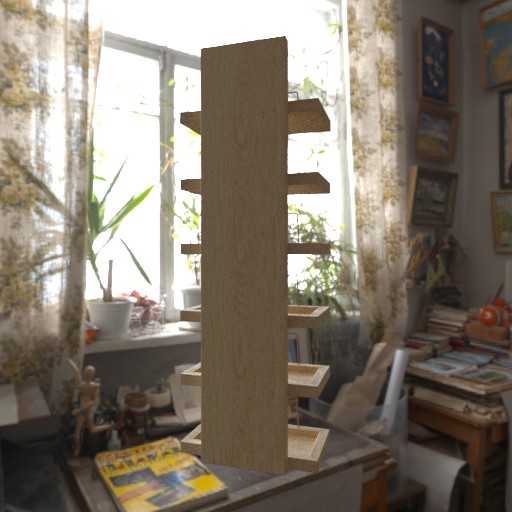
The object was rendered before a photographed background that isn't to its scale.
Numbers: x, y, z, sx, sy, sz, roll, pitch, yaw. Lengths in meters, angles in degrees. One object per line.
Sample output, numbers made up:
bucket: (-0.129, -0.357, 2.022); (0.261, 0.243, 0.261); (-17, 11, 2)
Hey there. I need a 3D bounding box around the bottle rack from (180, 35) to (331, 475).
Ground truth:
bottle rack: (0.000, 0.000, 1.078); (0.330, 0.943, 0.206); (0, 1, 18)
